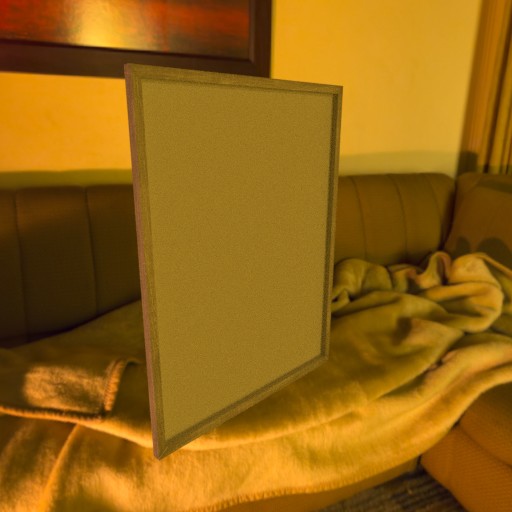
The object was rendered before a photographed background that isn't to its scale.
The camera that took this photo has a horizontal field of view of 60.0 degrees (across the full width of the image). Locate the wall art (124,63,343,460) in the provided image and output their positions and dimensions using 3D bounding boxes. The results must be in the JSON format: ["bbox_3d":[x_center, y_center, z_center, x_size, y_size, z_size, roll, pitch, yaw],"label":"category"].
[{"bbox_3d":[0.000,0.000,1.361,0.781,1.022,0.035,-16,22,-43],"label":"wall art"}]
